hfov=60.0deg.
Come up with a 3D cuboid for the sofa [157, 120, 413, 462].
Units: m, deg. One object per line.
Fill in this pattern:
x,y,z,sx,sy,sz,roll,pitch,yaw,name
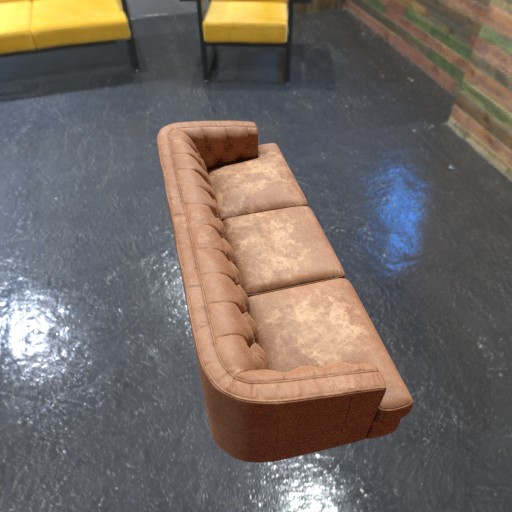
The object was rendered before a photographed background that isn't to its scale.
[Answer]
0.000,0.000,2.693,0.922,0.791,2.257,-11,47,-10,sofa
